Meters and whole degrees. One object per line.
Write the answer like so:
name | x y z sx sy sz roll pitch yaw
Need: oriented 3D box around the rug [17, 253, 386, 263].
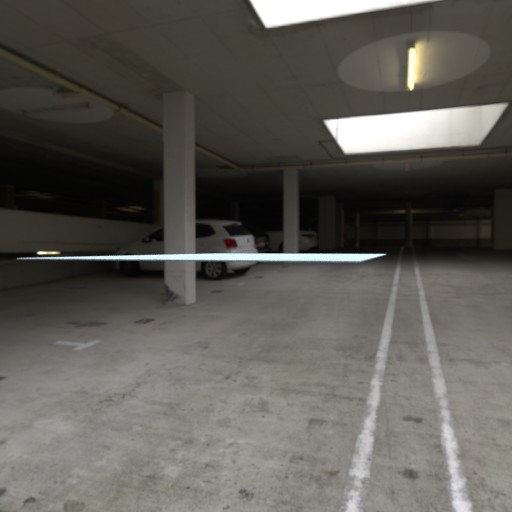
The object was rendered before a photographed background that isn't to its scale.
rug | 0.000 0.000 2.850 1.522 0.006 2.286 0 1 19
